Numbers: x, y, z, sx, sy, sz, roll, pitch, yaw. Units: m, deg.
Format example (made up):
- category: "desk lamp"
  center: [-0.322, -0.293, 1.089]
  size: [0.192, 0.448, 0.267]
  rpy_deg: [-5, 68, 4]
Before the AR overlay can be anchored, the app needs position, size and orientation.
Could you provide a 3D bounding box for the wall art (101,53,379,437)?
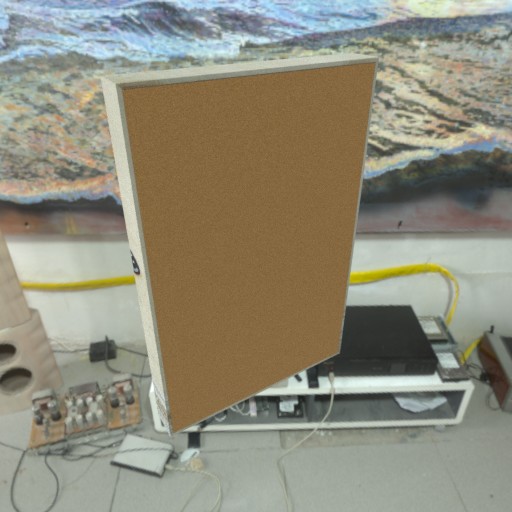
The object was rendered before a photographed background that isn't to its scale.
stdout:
- category: "wall art"
  center: [0.000, 0.000, 0.477]
  size: [0.254, 0.381, 0.038]
  rpy_deg: [-18, 36, -27]
